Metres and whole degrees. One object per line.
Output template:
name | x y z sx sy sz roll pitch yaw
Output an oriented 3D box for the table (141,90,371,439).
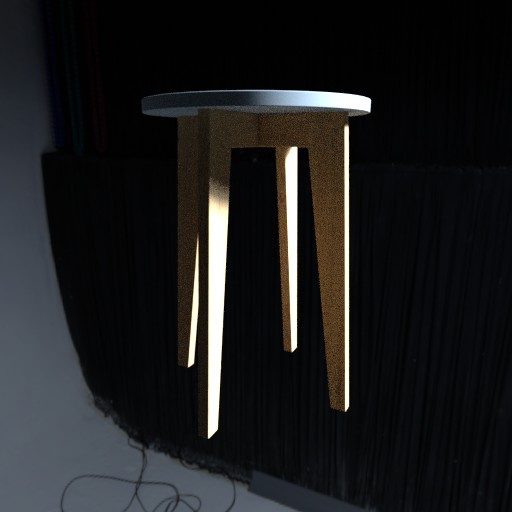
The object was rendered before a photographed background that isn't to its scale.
table | 0.000 0.000 0.761 0.350 0.500 0.350 0 15 0
